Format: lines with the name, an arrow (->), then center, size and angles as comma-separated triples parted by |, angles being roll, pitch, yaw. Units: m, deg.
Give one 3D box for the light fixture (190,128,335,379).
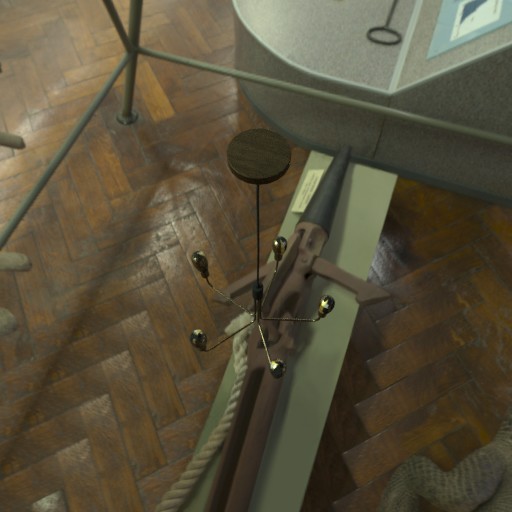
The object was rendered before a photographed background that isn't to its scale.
light fixture -> 0.000, 0.000, 1.407 | 0.588, 1.059, 0.532 | 18, 64, 9
